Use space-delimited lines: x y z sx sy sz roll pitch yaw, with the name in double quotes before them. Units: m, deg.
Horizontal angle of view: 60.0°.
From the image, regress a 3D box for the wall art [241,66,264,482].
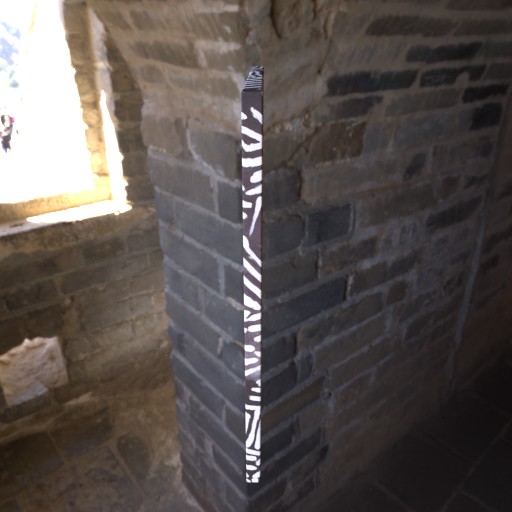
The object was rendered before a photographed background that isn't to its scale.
"wall art" 0.000 0.000 1.341 0.038 1.017 0.765 0 26 1
